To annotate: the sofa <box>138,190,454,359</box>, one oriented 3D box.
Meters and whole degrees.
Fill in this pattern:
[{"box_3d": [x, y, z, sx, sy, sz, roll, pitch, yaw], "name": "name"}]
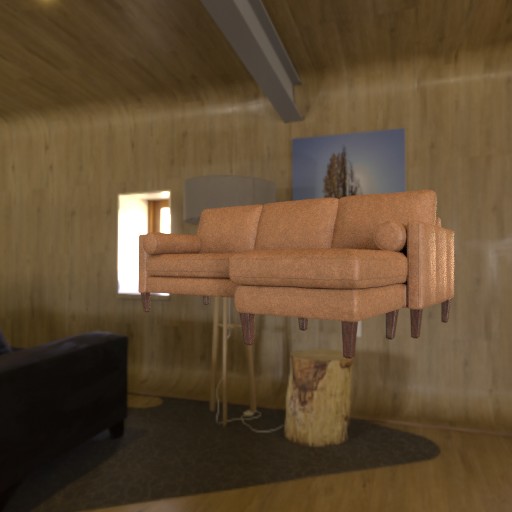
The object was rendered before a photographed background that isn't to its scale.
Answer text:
[{"box_3d": [0.000, 0.000, 2.941, 2.178, 0.876, 1.506, 0, -1, 35], "name": "sofa"}]
